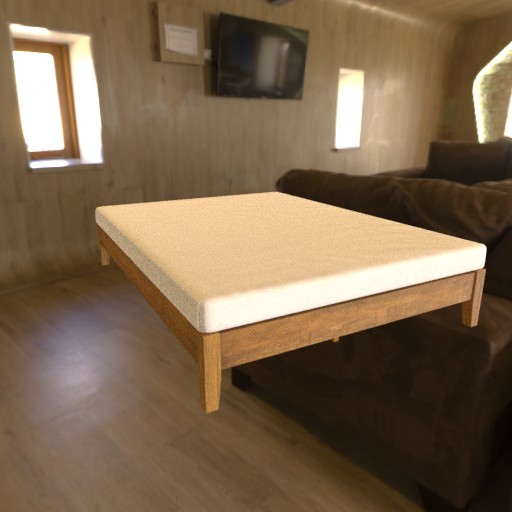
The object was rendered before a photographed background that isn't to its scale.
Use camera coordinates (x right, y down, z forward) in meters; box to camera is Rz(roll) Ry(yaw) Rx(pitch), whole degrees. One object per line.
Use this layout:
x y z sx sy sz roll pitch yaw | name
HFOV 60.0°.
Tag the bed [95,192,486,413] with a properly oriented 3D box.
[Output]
0.000 0.000 2.729 1.536 0.431 2.016 -9 19 -27 | bed
